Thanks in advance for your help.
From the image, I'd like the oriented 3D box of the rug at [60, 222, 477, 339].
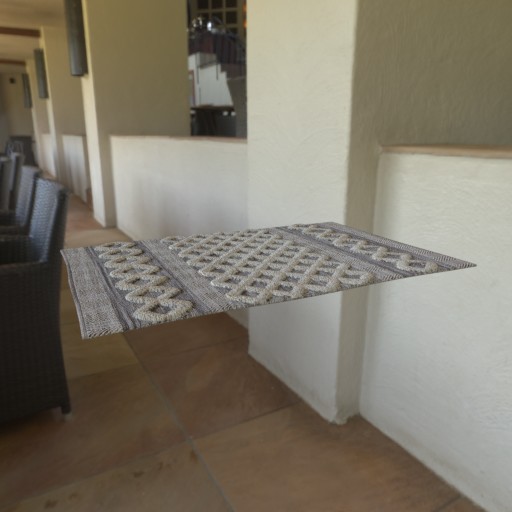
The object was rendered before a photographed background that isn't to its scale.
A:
[{"bbox_3d":[0.000,0.000,2.315,1.823,0.030,1.222,-8,17,-25],"label":"rug"}]
